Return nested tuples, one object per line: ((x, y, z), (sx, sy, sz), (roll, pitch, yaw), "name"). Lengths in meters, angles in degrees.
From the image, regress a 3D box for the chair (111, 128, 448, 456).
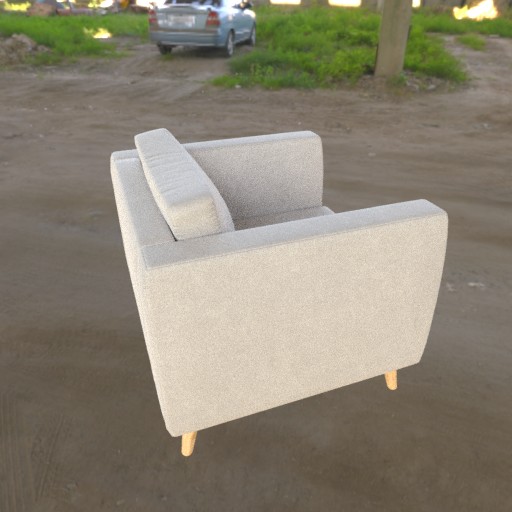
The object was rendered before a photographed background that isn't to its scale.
((0.000, 0.000, 1.709), (0.930, 0.860, 1.000), (-11, 33, -17), "chair")
